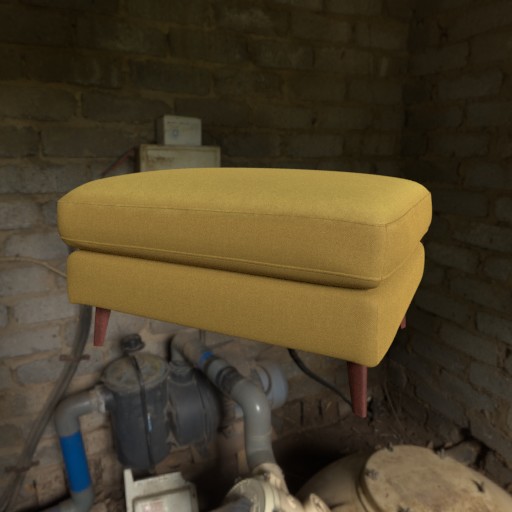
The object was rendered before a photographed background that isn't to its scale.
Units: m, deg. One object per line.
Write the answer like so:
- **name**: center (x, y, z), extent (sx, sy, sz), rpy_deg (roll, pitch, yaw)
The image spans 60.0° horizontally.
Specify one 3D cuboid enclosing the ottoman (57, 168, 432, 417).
- **ottoman**: center (0.000, 0.000, 1.166), extent (0.811, 0.449, 0.608), rpy_deg (7, 16, 26)
